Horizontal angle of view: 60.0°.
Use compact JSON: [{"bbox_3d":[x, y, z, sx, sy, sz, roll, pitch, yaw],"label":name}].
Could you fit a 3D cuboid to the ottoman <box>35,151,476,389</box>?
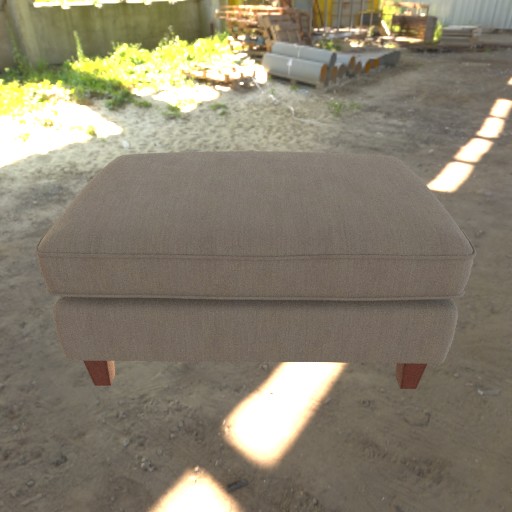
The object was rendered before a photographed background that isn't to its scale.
[{"bbox_3d":[0.000,0.000,1.259,0.941,0.480,0.636,0,31,1],"label":"ottoman"}]
